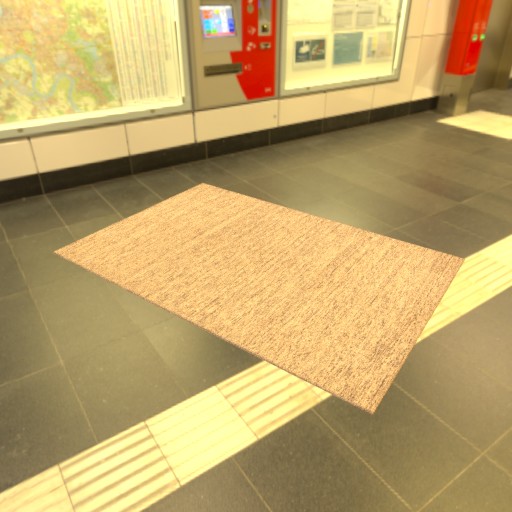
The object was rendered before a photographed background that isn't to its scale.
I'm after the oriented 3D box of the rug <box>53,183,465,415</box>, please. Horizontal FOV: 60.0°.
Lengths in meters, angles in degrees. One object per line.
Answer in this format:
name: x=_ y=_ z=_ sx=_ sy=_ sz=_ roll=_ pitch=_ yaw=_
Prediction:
rug: x=0.000 y=0.000 z=2.375 sx=1.840 sy=0.013 sz=1.225 roll=20 pitch=37 yaw=30
